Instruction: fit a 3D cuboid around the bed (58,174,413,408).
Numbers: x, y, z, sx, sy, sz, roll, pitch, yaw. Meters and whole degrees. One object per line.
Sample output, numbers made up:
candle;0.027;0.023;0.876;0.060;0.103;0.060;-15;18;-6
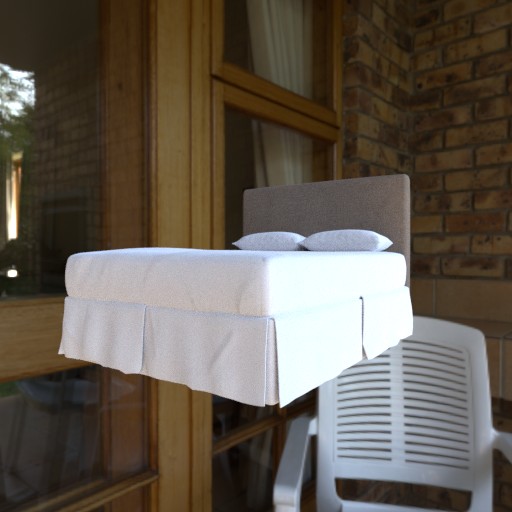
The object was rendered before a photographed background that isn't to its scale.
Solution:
bed;0.000;0.000;3.215;1.723;1.330;2.142;0;1;35
